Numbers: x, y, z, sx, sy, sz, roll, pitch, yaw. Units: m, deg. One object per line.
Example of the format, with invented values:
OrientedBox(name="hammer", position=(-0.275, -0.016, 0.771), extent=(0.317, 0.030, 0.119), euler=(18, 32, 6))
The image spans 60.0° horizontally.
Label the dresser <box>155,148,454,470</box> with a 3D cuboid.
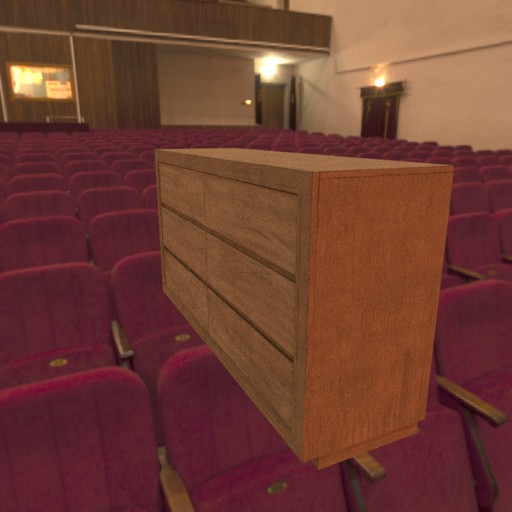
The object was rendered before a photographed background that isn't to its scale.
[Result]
OrientedBox(name="dresser", position=(0.000, 0.000, 1.996), extent=(0.483, 0.889, 1.628), euler=(-7, 17, -25))
